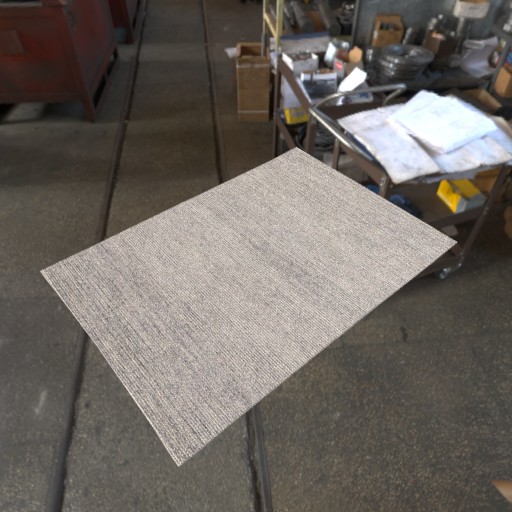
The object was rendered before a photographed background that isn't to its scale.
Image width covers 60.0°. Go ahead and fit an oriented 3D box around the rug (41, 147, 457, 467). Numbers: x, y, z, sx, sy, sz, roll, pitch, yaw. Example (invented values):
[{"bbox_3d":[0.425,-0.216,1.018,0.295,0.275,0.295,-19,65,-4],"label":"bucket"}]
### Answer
[{"bbox_3d":[0.000,0.000,2.964,2.307,0.030,1.604,-31,53,-27],"label":"rug"}]
